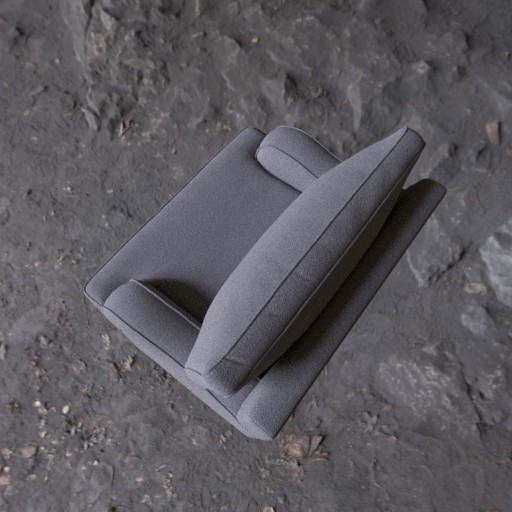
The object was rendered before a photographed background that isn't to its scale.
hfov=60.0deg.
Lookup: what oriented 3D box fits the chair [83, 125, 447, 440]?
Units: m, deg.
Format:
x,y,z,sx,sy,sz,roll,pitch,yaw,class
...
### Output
x,y,z,sx,sy,sz,roll,pitch,yaw,class
0.000,0.000,1.976,1.040,1.016,1.220,35,69,16,chair
